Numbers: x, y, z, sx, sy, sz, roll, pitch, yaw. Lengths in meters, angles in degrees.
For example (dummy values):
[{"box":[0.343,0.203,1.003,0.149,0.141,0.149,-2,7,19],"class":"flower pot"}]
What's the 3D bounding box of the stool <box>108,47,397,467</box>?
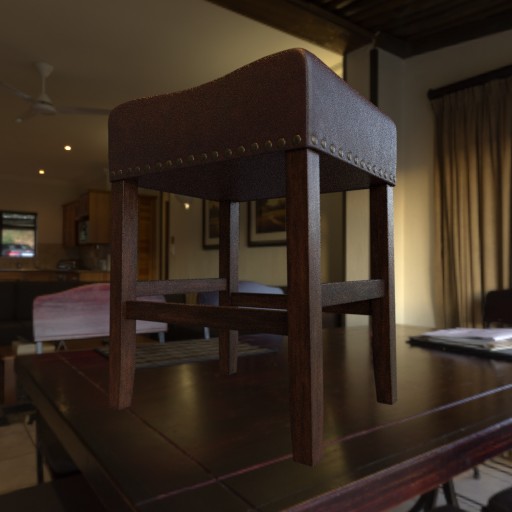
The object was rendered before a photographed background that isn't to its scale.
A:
[{"box":[0.000,0.000,0.913,0.465,0.608,0.397,-1,-2,35],"class":"stool"}]
